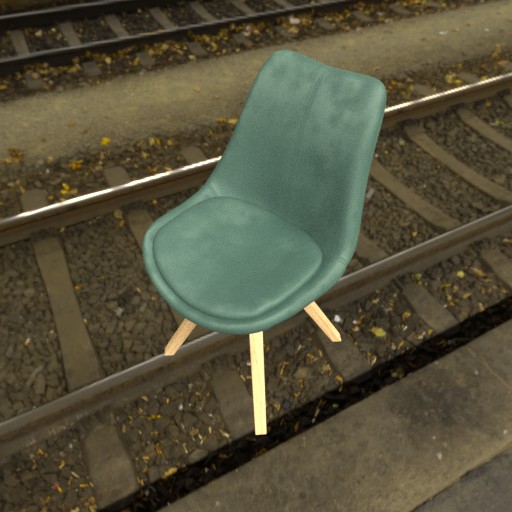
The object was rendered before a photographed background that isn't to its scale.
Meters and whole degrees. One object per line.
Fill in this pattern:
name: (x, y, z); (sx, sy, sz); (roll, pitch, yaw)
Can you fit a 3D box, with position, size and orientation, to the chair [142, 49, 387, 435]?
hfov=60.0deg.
chair: (0.000, 0.000, 1.186); (0.483, 0.865, 0.547); (32, 54, 27)
